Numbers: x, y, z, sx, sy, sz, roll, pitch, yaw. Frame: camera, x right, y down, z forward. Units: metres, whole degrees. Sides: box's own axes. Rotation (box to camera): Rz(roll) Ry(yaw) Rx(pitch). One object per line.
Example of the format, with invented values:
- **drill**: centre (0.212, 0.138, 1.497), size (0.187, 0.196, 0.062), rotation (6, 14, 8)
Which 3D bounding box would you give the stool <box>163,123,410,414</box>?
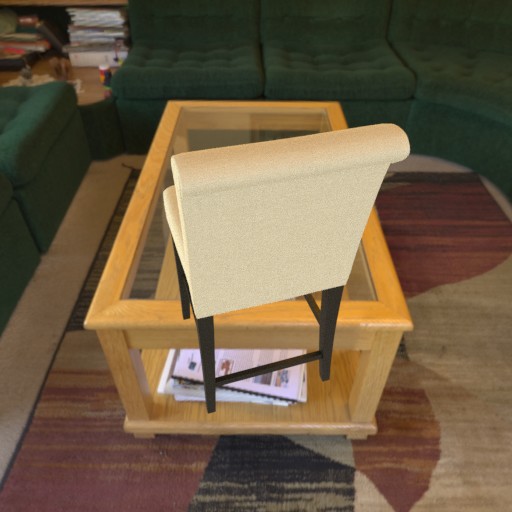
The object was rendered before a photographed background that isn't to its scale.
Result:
- **stool**: centre (0.000, 0.000, 1.309), size (0.452, 0.976, 0.597), rotation (-12, 43, -13)
